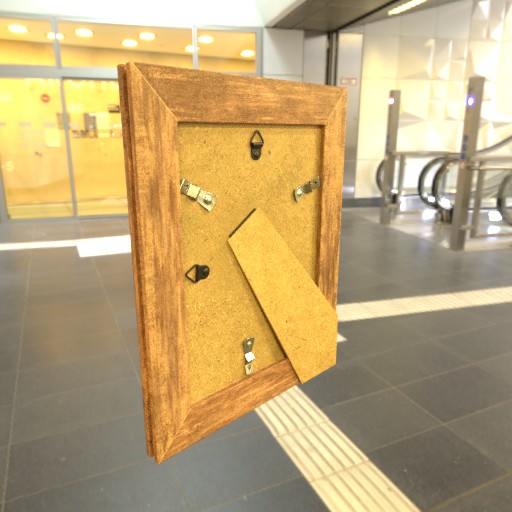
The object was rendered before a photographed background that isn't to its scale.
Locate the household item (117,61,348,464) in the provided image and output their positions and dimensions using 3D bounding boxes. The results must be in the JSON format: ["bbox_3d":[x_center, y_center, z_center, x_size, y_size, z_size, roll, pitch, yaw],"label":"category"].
[{"bbox_3d":[0.000,0.000,0.317,0.186,0.237,0.018,-15,21,-42],"label":"household item"}]
